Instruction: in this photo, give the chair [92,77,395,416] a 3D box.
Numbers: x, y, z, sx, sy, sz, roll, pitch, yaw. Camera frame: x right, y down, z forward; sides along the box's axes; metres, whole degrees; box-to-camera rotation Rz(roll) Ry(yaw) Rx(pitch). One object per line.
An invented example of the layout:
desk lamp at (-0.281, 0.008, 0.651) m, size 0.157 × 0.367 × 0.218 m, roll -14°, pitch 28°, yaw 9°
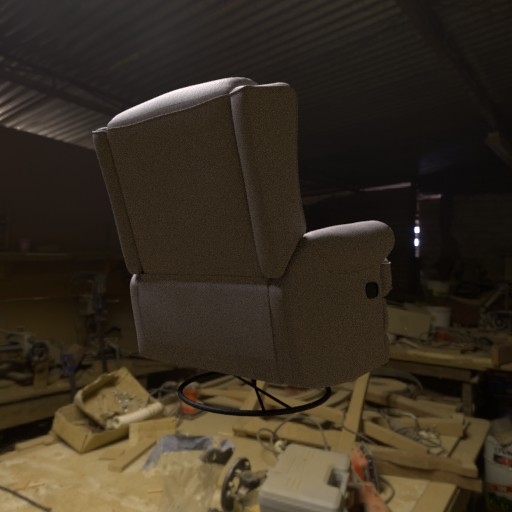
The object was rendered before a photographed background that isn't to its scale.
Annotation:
chair at (0.000, 0.000, 1.673) m, size 0.847 × 1.011 × 0.969 m, roll 0°, pitch -1°, yaw 37°
